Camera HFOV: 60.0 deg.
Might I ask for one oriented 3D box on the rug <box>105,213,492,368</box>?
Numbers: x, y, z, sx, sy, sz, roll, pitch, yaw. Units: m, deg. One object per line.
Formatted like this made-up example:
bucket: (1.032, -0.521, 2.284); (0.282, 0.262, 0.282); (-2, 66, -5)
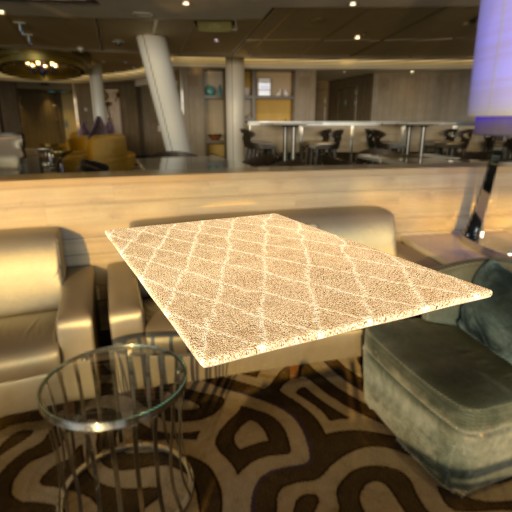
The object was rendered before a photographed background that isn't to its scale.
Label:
rug: (0.000, 0.000, 2.255); (1.219, 0.030, 1.778); (-8, 18, -25)
